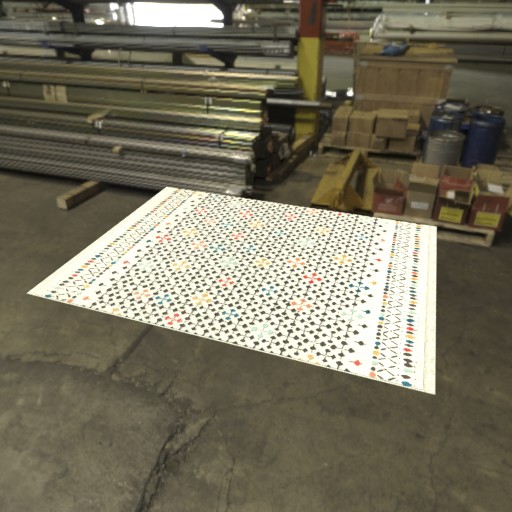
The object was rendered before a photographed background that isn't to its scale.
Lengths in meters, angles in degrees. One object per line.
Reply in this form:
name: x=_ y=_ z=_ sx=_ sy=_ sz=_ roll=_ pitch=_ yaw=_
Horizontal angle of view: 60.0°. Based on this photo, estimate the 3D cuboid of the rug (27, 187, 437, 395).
rug: x=0.000 y=0.000 z=2.026 sx=1.556 sy=0.006 sz=1.146 roll=10 pitch=33 yaw=16
